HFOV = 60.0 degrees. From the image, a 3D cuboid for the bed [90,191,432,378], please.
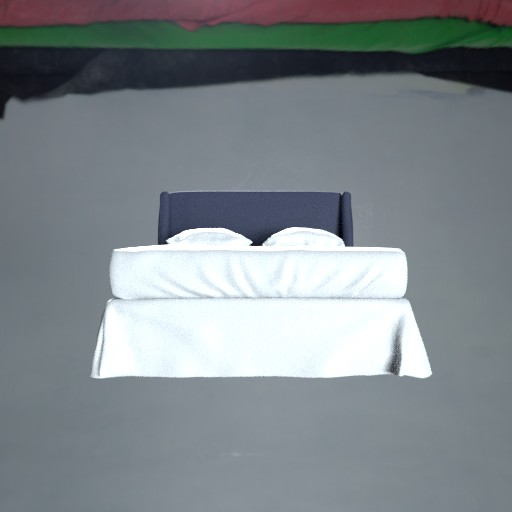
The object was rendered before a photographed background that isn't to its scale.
[{"bbox_3d":[0.000,0.000,3.418,1.925,1.332,2.276,0,-1,0],"label":"bed"}]
